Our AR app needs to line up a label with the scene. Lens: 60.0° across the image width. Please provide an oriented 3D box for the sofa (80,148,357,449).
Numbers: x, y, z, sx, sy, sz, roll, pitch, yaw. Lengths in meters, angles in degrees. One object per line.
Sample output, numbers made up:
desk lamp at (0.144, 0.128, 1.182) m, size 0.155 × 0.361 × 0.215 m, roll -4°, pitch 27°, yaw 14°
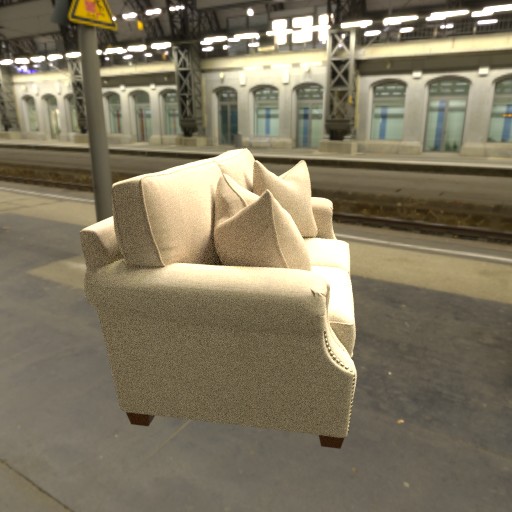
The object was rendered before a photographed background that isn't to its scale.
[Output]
sofa at (0.000, 0.000, 2.235) m, size 0.966 × 0.966 × 1.701 m, roll 3°, pitch 17°, yaw 10°
